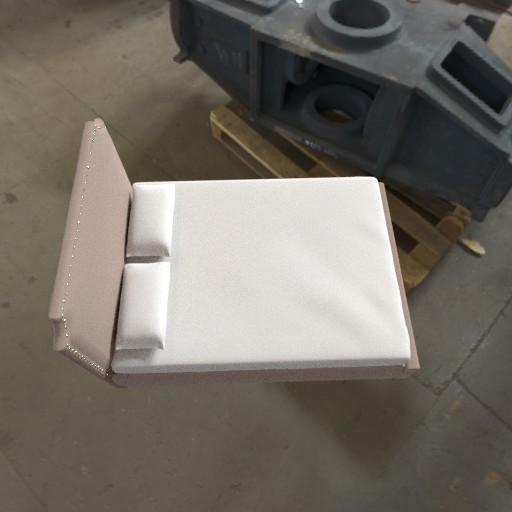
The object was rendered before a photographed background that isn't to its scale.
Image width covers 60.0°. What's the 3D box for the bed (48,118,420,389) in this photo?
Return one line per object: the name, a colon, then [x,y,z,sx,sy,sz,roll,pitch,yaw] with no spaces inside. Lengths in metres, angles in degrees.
bed: [0.000,0.000,3.377,2.372,1.443,1.713,-2,63,-1]
